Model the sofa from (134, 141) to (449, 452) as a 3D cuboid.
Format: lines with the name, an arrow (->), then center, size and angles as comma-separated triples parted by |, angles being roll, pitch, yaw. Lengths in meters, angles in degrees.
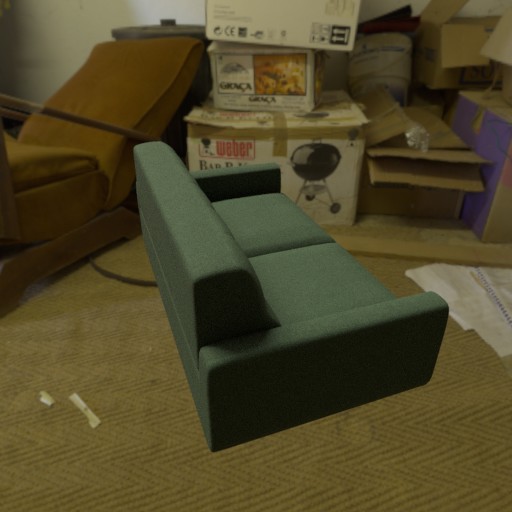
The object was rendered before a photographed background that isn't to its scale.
sofa -> 0.000, 0.000, 2.143 | 0.909, 0.841, 1.631 | -11, 32, -17
